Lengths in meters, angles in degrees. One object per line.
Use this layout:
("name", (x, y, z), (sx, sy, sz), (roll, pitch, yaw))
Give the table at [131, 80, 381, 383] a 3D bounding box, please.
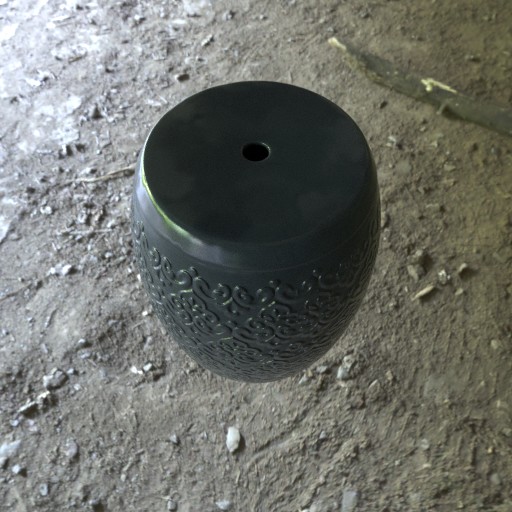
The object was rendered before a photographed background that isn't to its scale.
("table", (0.000, 0.000, 0.612), (0.309, 0.397, 0.309), (0, 58, 0))
